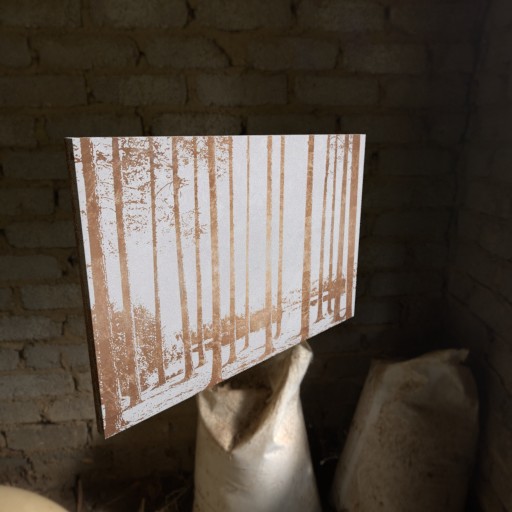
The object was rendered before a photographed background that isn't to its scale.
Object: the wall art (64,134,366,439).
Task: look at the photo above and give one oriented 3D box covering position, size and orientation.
[{"bbox_3d":[0.000,0.000,1.161,0.914,0.609,0.035,-15,22,-42],"label":"wall art"}]
